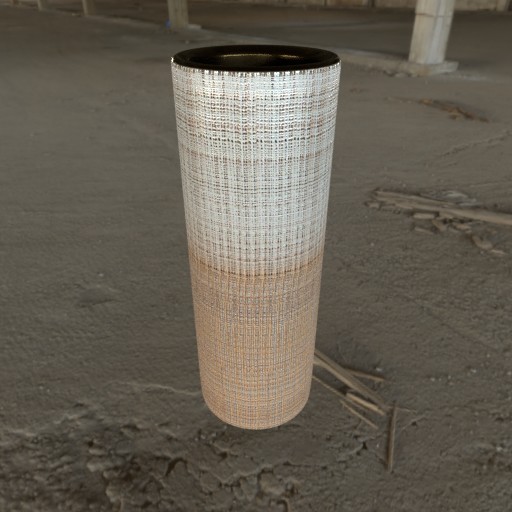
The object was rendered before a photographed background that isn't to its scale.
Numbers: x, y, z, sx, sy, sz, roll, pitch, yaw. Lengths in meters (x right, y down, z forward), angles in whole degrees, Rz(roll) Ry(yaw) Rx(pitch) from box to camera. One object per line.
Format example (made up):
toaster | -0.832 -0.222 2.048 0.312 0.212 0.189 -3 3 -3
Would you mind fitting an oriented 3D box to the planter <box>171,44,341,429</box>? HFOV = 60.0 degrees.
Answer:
planter | 0.000 0.000 0.332 0.099 0.278 0.099 -20 37 -29
